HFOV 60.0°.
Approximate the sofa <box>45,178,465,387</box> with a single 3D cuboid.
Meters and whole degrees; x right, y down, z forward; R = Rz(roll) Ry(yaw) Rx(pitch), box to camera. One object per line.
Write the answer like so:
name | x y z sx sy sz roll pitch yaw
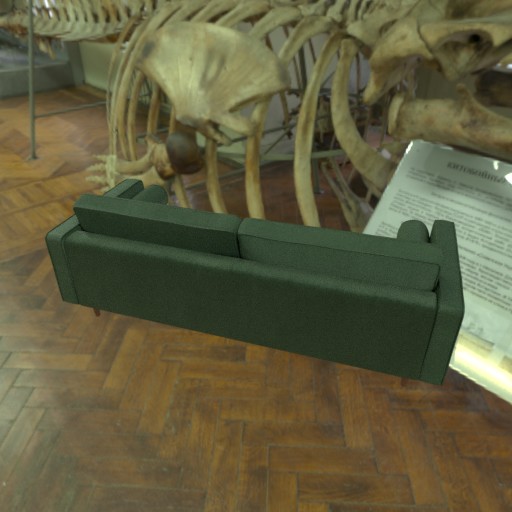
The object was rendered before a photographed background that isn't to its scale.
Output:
sofa | 0.000 0.000 2.644 2.199 0.769 0.918 10 34 15
